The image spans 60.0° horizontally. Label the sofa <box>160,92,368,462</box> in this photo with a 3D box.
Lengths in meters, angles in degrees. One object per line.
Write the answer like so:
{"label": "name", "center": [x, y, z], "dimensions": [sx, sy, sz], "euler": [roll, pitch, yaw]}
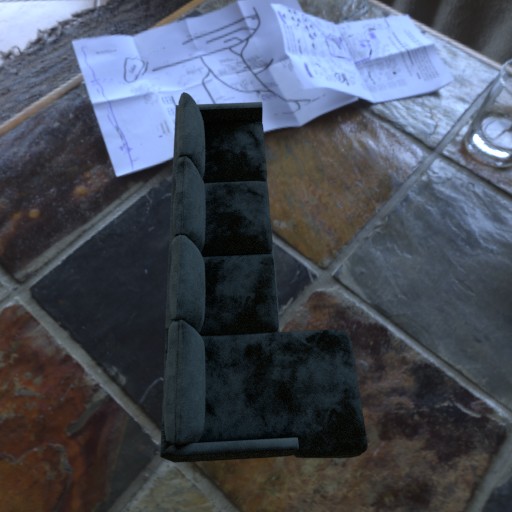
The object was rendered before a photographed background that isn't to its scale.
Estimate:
{"label": "sofa", "center": [0.000, 0.000, 4.047], "dimensions": [1.500, 0.967, 3.400], "euler": [-3, 62, -1]}
